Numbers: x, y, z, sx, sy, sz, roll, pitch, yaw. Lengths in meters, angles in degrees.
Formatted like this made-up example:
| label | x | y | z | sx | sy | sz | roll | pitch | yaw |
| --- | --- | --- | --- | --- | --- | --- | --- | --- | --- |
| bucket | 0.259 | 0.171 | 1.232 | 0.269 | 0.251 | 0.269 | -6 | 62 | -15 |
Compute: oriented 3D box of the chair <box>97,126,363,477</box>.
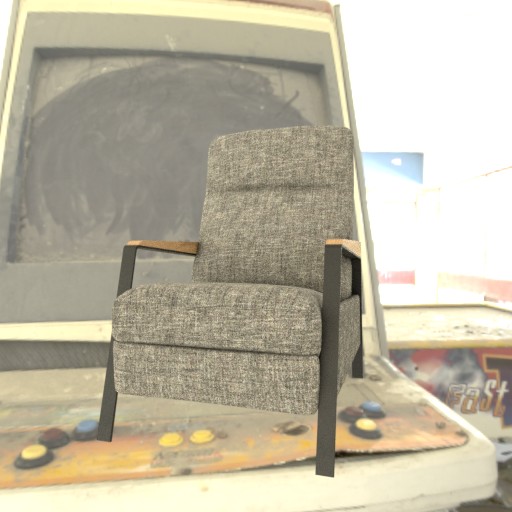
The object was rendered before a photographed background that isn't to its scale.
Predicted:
| label | x | y | z | sx | sy | sz | roll | pitch | yaw |
| --- | --- | --- | --- | --- | --- | --- | --- | --- | --- |
| chair | 0.000 | 0.000 | 1.561 | 0.671 | 1.042 | 0.868 | 0 | 1 | 18 |
